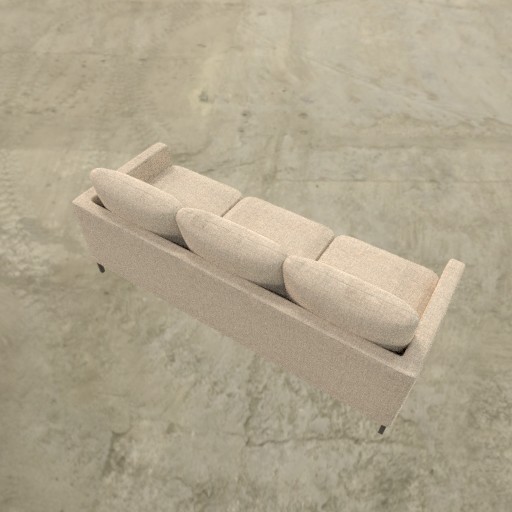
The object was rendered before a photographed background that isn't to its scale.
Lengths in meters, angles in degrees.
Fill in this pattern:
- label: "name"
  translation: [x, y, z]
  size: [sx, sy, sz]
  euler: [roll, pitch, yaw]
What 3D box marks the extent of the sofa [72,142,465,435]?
- label: "sofa"
  translation: [0.000, 0.000, 2.748]
  size: [2.218, 0.874, 0.859]
  euler: [25, 52, 22]
